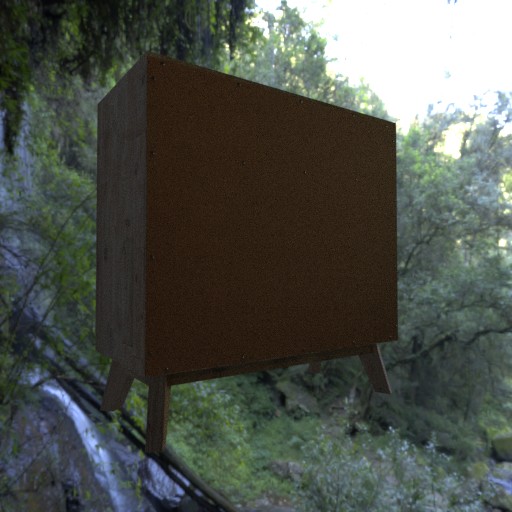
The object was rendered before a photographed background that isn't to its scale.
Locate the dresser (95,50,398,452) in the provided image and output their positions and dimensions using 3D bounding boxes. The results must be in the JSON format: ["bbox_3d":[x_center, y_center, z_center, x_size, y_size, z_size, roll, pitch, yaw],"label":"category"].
[{"bbox_3d":[0.000,0.000,1.593,0.998,1.029,0.455,1,-2,-35],"label":"dresser"}]
